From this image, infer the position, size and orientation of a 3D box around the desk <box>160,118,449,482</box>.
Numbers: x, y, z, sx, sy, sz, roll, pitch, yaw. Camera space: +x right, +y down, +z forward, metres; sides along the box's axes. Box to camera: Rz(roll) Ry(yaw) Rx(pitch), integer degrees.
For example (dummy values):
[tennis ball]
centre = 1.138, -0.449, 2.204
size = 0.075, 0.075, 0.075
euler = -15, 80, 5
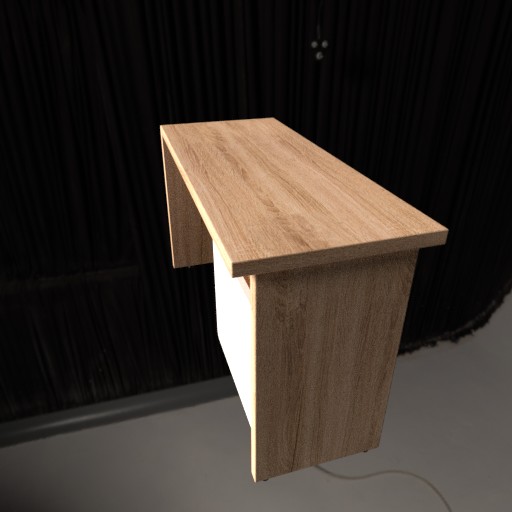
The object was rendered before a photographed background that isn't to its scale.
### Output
[desk]
centre = 0.000, 0.000, 1.646
size = 0.500, 0.750, 1.300
euler = -9, 30, -15
